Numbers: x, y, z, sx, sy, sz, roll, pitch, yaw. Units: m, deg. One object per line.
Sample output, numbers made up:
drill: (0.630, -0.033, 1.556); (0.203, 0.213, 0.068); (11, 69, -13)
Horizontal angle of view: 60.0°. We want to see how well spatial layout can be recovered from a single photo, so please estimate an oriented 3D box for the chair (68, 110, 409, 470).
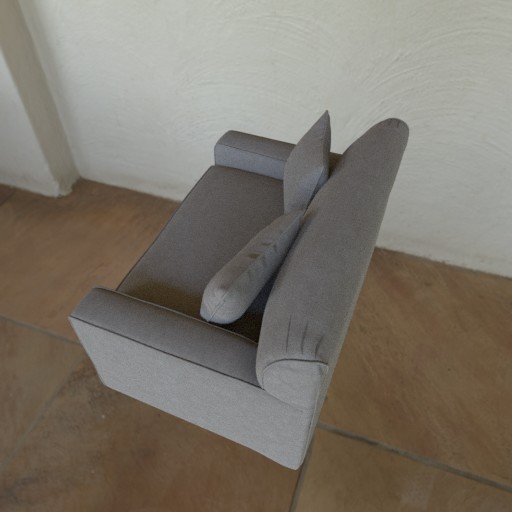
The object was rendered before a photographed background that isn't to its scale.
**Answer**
chair: (0.000, 0.000, 2.035); (0.992, 0.953, 1.395); (17, 49, 15)
